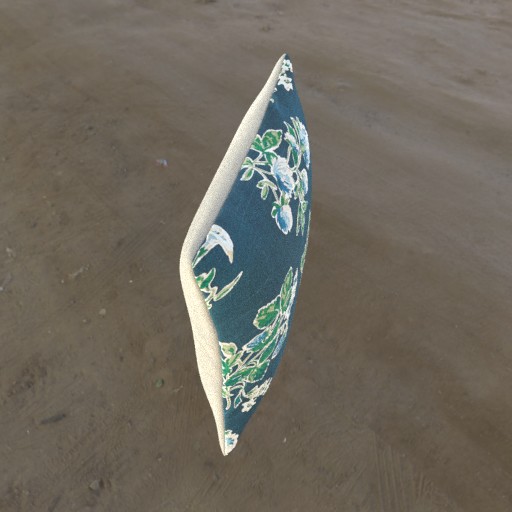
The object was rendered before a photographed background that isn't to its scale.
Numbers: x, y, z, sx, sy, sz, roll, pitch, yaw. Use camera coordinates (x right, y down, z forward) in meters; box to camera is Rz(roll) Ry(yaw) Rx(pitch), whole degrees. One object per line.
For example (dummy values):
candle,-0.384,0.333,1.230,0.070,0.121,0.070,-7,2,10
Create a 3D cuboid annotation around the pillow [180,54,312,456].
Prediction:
pillow,0.000,0.000,0.792,0.166,0.508,0.525,9,47,9
